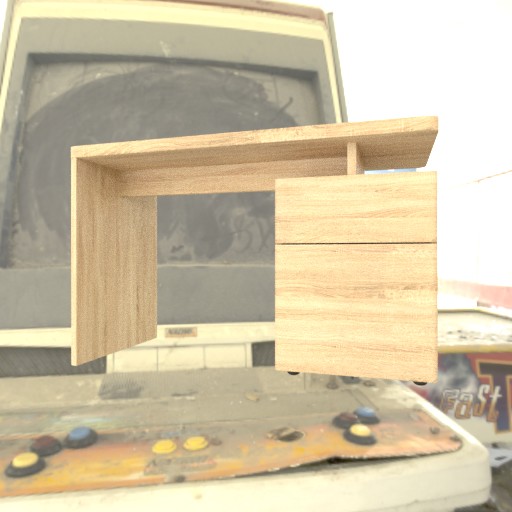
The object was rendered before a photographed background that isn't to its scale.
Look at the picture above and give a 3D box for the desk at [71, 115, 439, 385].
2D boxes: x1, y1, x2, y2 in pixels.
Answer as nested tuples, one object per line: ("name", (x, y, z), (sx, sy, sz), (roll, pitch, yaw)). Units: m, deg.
("desk", (0.000, 0.000, 1.625), (1.200, 0.760, 0.550), (0, 0, 17))
